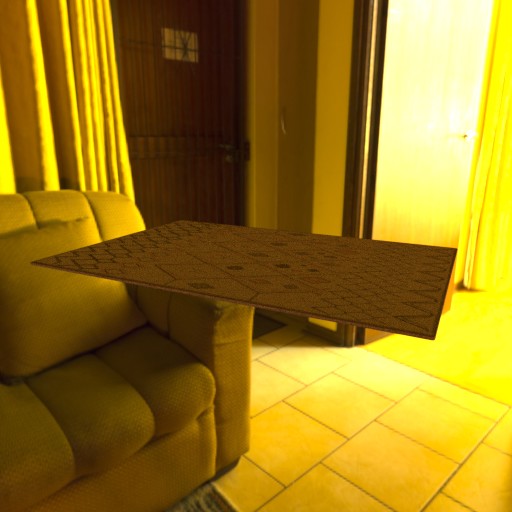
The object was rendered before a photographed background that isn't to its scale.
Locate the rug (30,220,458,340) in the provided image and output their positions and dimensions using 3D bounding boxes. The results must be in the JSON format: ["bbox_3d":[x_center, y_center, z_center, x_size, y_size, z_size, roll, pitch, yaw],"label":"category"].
[{"bbox_3d":[0.000,0.000,2.265,1.829,0.016,1.219,8,17,26],"label":"rug"}]
